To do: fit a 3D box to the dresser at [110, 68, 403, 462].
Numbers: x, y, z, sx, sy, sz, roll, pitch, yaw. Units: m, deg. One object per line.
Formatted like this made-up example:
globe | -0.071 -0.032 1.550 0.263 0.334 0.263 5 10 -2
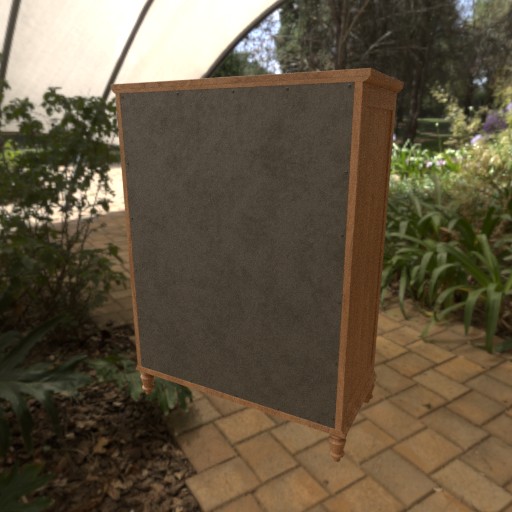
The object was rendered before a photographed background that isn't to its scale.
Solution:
dresser | 0.000 0.000 1.813 0.973 1.318 0.484 9 18 27
